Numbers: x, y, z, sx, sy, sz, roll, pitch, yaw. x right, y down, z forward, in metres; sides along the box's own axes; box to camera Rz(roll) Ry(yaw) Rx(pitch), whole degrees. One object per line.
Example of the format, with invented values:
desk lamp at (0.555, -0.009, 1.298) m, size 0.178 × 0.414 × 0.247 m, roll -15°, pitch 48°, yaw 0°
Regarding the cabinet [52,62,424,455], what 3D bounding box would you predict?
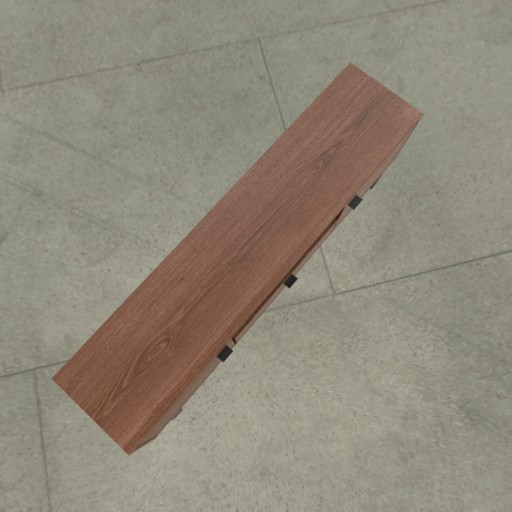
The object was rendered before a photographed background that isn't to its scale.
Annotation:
cabinet at (0.000, 0.000, 1.864) m, size 0.400 × 0.500 × 1.650 m, roll 40°, pitch 78°, yaw 10°
